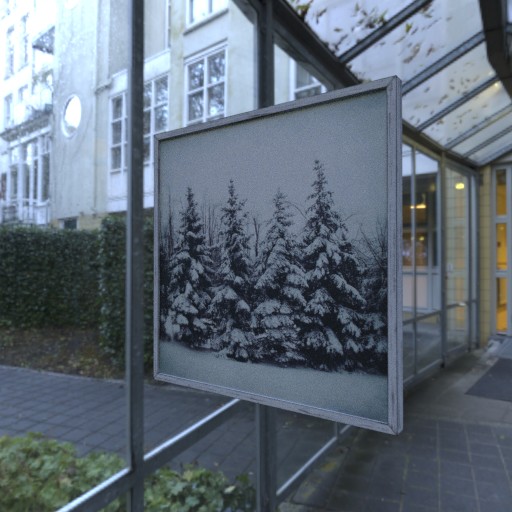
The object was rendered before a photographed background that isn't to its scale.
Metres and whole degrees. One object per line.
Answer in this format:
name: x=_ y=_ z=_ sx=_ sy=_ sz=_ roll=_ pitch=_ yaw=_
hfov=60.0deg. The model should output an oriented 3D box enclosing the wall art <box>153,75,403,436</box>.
wall art: x=0.000 y=0.000 z=1.172 sx=0.761 sy=0.761 sz=0.037 roll=0 pitch=-1 yaw=36
